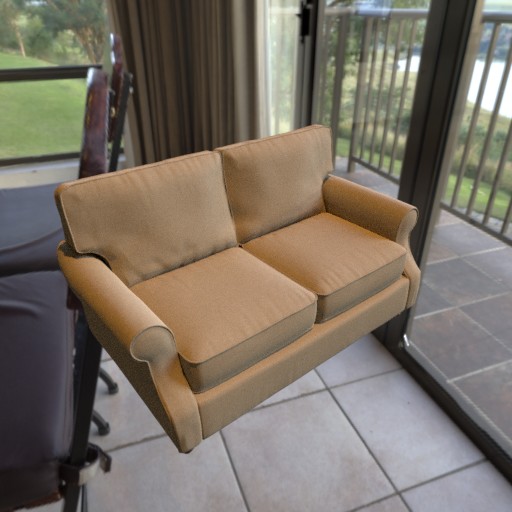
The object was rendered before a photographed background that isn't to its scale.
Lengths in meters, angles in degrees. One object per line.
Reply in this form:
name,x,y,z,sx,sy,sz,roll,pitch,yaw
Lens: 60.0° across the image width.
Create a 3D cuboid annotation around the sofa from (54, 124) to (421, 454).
sofa,0.000,0.000,2.172,1.665,0.937,0.964,-22,37,-33
